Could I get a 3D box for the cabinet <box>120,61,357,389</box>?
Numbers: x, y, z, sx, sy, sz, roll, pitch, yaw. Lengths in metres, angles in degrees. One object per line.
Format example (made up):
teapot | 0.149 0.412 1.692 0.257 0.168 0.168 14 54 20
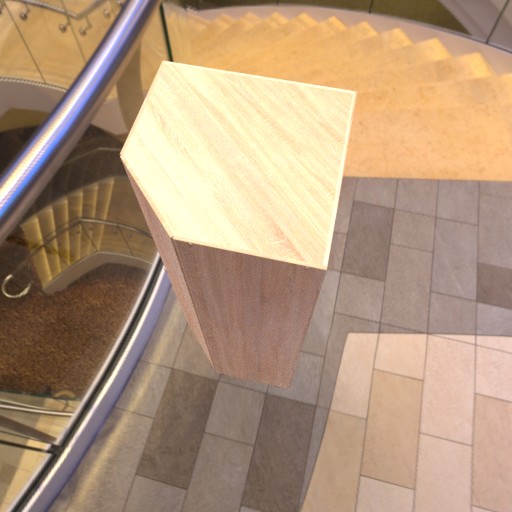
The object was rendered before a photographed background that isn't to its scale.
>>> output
cabinet | 0.000 0.000 2.834 1.094 2.120 1.327 -29 66 -14
